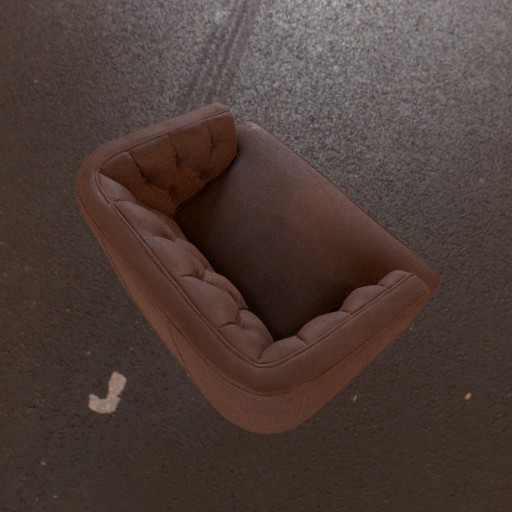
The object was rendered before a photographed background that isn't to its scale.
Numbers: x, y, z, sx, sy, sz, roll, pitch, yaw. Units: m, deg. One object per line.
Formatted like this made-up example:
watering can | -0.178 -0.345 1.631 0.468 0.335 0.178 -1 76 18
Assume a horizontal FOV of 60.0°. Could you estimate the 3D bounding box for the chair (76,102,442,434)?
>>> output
chair | 0.000 0.000 1.700 0.914 0.787 1.118 -36 66 -19
